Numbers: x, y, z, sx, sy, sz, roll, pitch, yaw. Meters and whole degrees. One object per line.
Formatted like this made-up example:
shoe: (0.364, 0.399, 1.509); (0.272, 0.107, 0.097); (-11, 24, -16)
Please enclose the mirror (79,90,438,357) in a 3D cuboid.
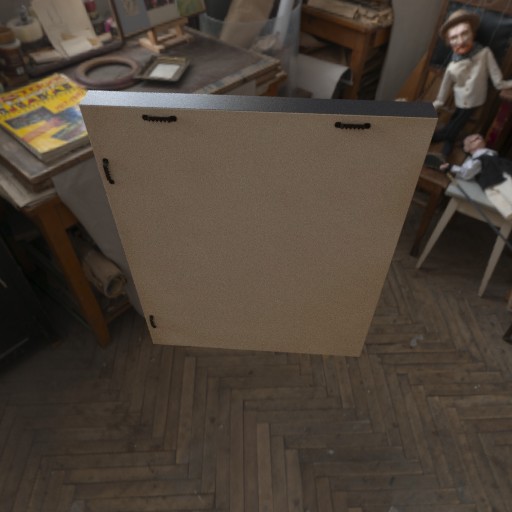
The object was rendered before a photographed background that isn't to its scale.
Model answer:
mirror: (0.000, 0.000, 0.693); (0.405, 0.508, 0.041); (3, 47, 3)
